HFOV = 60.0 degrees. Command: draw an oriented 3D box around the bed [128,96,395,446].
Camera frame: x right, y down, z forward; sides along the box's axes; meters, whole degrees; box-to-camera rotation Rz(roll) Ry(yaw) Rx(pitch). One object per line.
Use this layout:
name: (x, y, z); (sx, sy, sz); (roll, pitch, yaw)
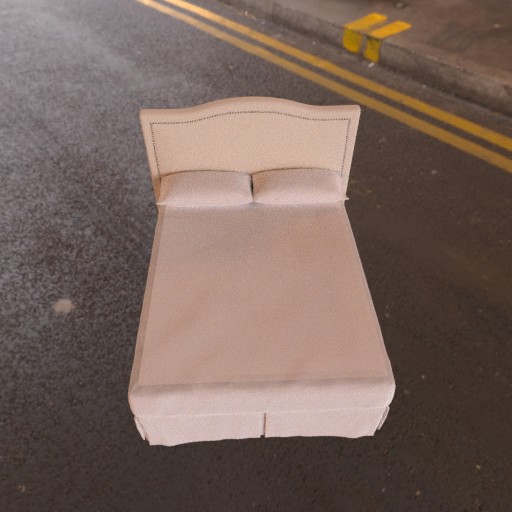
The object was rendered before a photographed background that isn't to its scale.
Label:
bed: (0.000, 0.000, 3.256); (1.753, 1.460, 2.143); (-2, 46, -2)
